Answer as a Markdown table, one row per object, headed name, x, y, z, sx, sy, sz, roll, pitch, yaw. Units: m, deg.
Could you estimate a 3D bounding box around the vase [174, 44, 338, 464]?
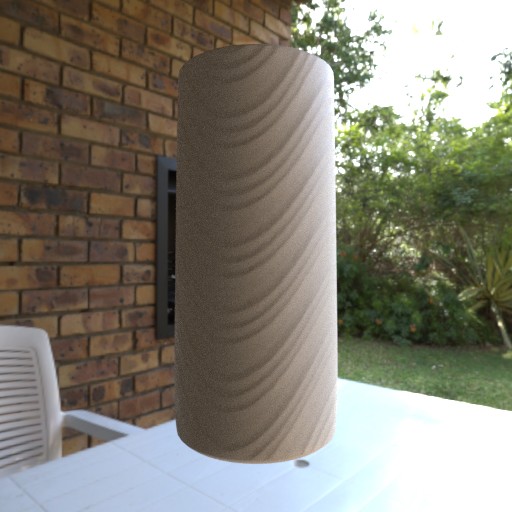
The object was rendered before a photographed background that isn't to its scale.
| name | x | y | z | sx | sy | sz | roll | pitch | yaw |
| --- | --- | --- | --- | --- | --- | --- | --- | --- | --- |
| vase | 0.000 | 0.000 | 0.397 | 0.143 | 0.316 | 0.143 | 0 | -1 | 0 |
